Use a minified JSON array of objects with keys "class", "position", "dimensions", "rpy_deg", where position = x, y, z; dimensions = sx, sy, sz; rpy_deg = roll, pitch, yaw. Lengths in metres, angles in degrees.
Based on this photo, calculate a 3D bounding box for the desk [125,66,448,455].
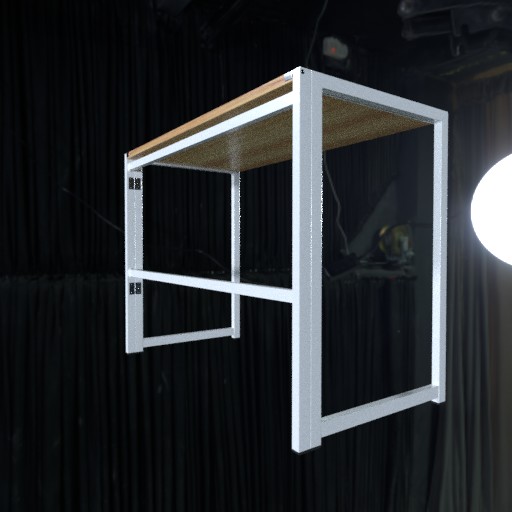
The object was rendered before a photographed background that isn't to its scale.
[{"class":"desk","position":[0.000,0.000,1.426],"dimensions":[0.508,0.762,1.016],"rpy_deg":[-1,2,-35]}]
